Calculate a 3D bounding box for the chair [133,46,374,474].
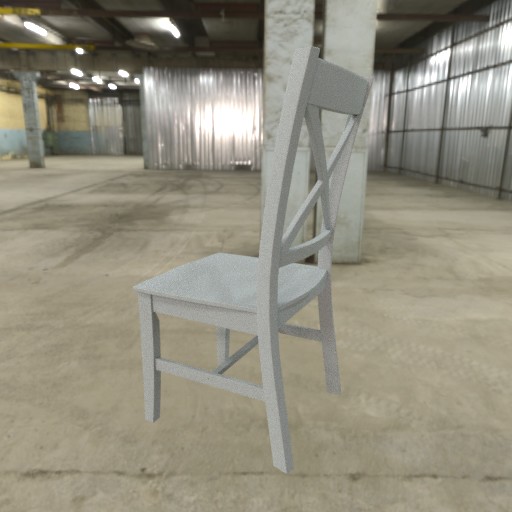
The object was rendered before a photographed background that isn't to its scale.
[{"bbox_3d":[0.000,0.000,1.274,0.542,0.983,0.485,7,16,27],"label":"chair"}]
